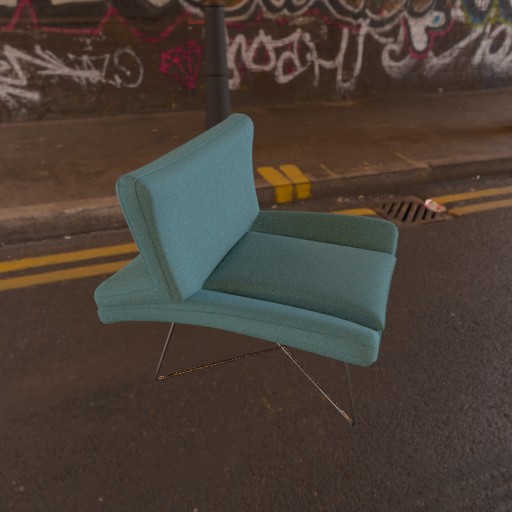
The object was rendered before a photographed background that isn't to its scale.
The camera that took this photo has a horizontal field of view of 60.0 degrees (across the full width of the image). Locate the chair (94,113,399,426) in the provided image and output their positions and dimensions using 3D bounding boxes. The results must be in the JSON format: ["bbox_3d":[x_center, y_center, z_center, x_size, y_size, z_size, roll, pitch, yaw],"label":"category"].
[{"bbox_3d":[0.000,0.000,1.682,1.008,0.855,0.859,10,32,17],"label":"chair"}]
